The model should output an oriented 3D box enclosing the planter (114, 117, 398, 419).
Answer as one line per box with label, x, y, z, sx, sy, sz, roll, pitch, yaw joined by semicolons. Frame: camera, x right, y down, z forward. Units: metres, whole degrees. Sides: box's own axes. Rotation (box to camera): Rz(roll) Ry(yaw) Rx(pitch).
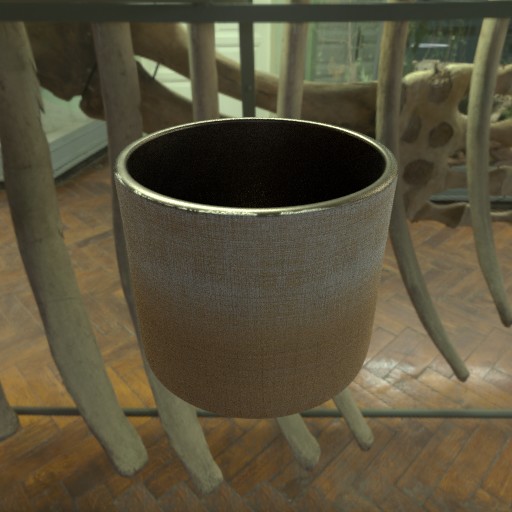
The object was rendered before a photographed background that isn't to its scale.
planter;0.000;0.000;0.458;0.254;0.221;0.254;0;32;0
